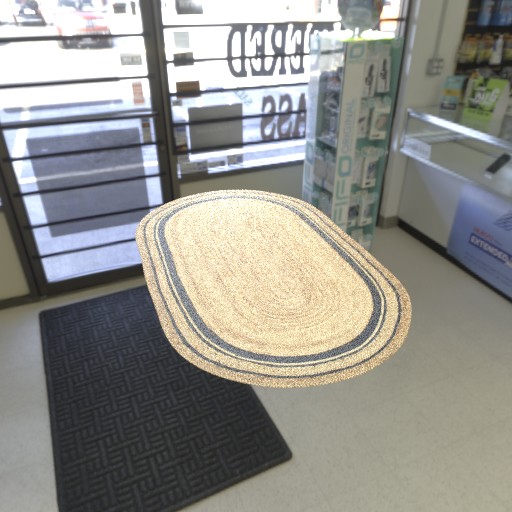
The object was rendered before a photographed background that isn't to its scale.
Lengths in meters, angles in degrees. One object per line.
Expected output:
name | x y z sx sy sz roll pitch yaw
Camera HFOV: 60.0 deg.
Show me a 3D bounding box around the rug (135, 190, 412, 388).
rug | 0.000 0.000 3.070 1.520 0.006 2.432 -11 32 -17
